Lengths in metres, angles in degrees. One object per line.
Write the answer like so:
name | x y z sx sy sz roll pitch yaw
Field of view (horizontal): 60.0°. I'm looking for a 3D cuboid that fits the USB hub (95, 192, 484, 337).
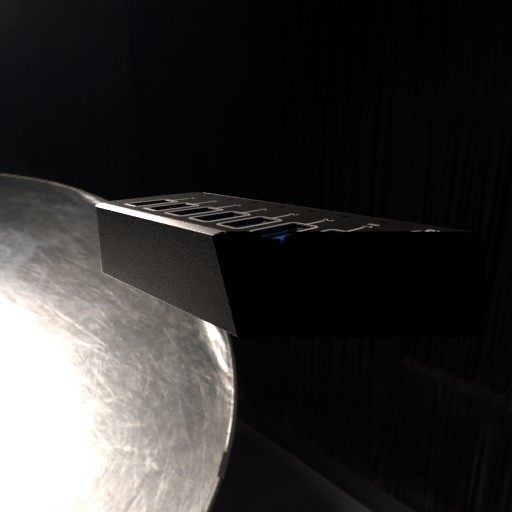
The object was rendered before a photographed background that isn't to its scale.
USB hub | 0.000 0.000 0.124 0.044 0.023 0.110 -14 21 -42
